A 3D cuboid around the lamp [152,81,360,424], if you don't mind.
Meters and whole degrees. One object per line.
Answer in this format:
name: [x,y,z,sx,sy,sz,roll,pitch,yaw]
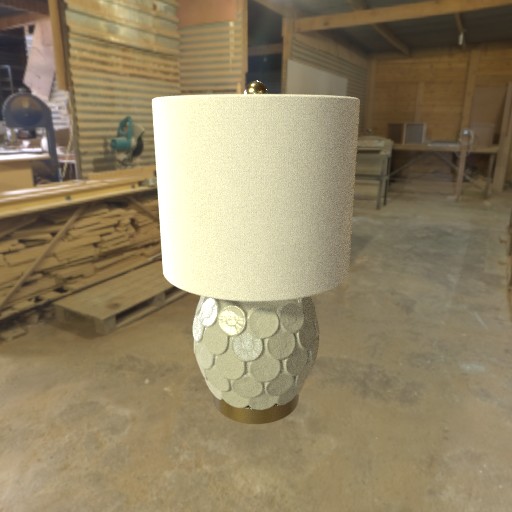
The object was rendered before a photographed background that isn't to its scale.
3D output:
lamp: [0.000,0.000,0.614,0.254,0.452,0.254,0,17,0]
